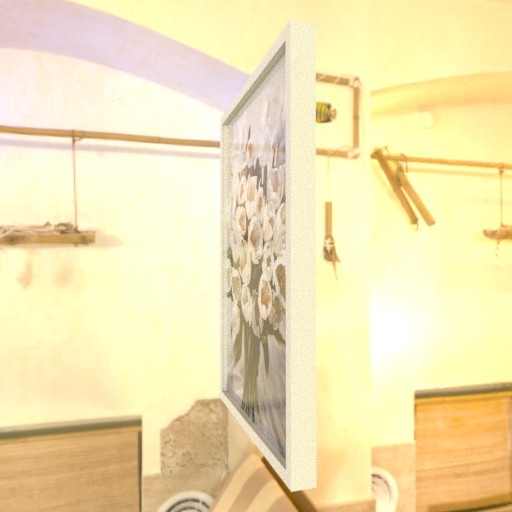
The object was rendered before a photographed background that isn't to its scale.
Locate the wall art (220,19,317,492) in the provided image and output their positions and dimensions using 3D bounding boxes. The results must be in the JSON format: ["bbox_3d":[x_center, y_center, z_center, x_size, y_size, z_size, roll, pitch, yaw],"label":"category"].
[{"bbox_3d":[0.000,0.000,0.545,0.025,0.428,0.293,0,-1,-17],"label":"wall art"}]
